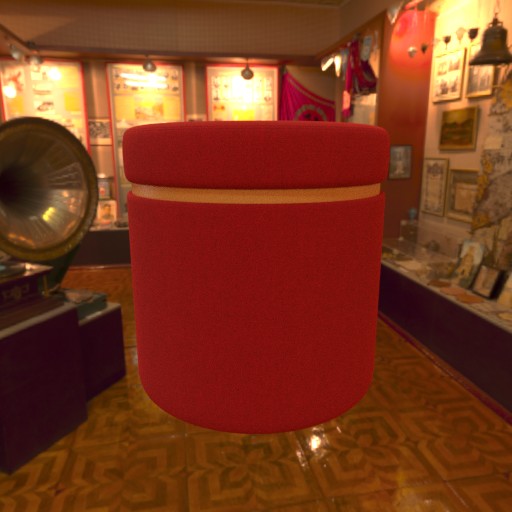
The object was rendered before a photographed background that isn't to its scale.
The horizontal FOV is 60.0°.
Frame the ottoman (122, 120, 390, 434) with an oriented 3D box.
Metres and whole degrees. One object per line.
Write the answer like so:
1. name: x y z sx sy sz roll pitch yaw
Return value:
1. ottoman: 0.000 0.000 0.730 0.400 0.406 0.400 0 13 0
